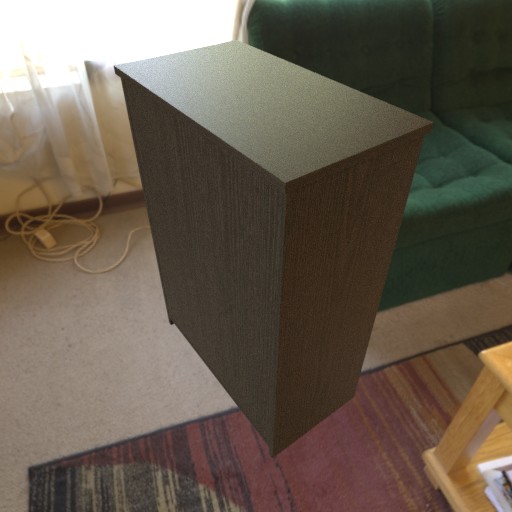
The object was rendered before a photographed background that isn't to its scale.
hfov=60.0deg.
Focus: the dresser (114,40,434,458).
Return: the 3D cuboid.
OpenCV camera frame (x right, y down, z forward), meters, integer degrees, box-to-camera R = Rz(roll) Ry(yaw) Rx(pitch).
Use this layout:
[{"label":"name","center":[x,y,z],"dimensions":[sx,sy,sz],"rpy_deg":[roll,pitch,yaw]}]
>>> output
[{"label":"dresser","center":[0.000,0.000,1.358],"dimensions":[0.399,1.020,0.704],"rpy_deg":[-26,47,-26]}]
